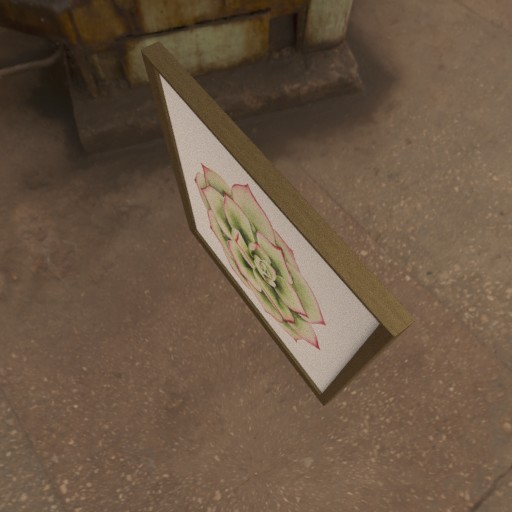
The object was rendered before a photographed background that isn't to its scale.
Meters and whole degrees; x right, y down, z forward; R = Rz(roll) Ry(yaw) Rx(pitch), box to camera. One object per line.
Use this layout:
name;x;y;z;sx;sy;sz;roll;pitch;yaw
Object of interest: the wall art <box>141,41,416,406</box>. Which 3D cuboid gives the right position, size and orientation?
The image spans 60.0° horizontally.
wall art;0.000;0.000;0.755;0.031;0.506;0.503;-33;68;-15
